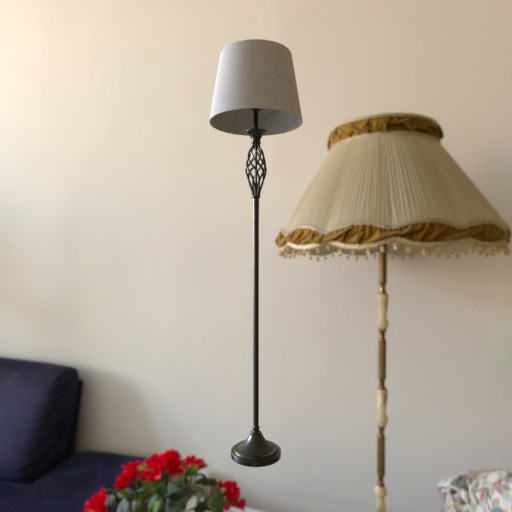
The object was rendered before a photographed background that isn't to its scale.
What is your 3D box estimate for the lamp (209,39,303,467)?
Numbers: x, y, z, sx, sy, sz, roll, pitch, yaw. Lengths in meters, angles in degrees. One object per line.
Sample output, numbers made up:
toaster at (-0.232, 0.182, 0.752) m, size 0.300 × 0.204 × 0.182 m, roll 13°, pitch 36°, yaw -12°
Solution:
lamp at (0.000, 0.000, 1.803) m, size 0.379 × 1.623 × 0.379 m, roll 0°, pitch 0°, yaw 0°
